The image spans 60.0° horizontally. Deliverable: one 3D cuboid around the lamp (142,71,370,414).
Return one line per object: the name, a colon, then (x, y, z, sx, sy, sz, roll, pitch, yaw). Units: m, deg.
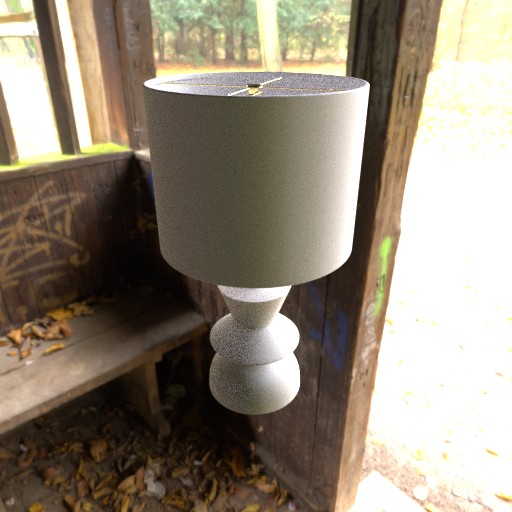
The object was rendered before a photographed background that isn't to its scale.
lamp: (0.000, 0.000, 0.723, 0.301, 0.533, 0.301, 9, 29, 17)
